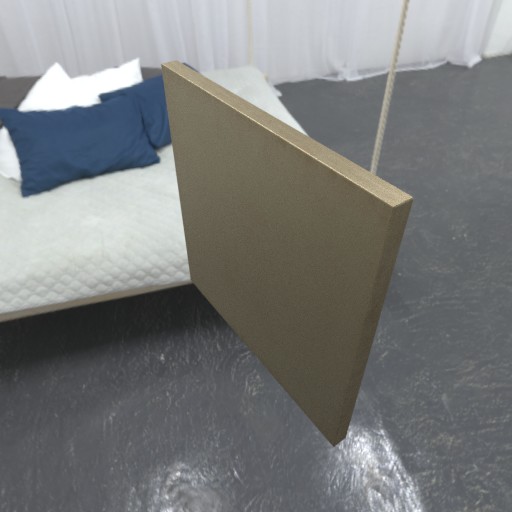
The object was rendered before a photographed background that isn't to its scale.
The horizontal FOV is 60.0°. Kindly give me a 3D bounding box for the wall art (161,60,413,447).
[{"bbox_3d":[0.000,0.000,0.757,0.030,0.506,0.503,-25,48,-26],"label":"wall art"}]
